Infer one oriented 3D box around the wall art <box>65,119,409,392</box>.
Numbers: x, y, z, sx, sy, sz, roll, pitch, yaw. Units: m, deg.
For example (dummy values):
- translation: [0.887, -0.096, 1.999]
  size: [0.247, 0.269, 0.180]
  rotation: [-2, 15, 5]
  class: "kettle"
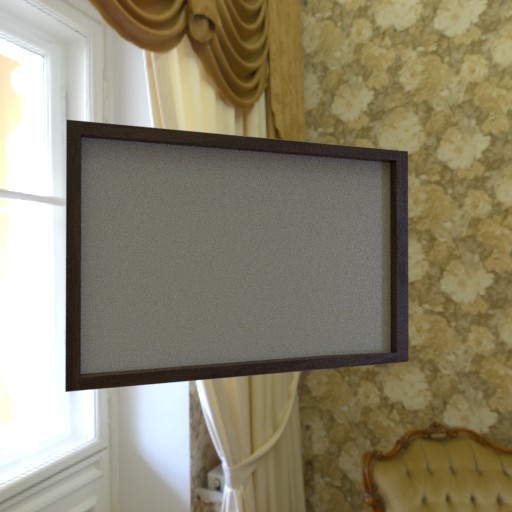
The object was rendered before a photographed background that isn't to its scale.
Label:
- translation: [0.000, 0.000, 1.159]
  size: [0.914, 0.610, 0.050]
  rotation: [0, 0, -19]
  class: "wall art"
